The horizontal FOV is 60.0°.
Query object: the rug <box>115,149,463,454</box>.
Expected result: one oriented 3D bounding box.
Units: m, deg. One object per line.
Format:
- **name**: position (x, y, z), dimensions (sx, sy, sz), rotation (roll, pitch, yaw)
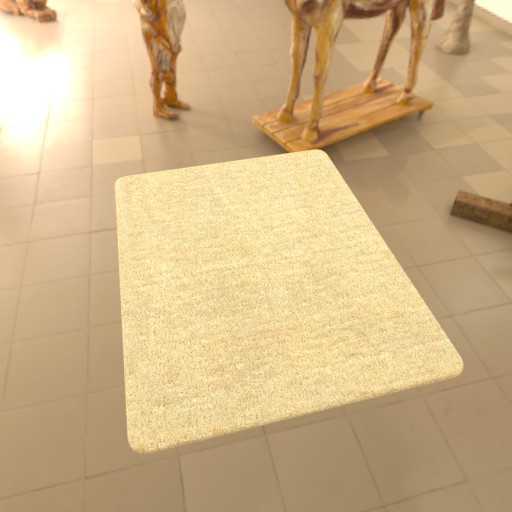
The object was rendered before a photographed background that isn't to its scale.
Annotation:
- **rug**: position (0.000, 0.000, 3.341), dimensions (2.009, 0.048, 2.528), rotation (-10, 46, -10)
